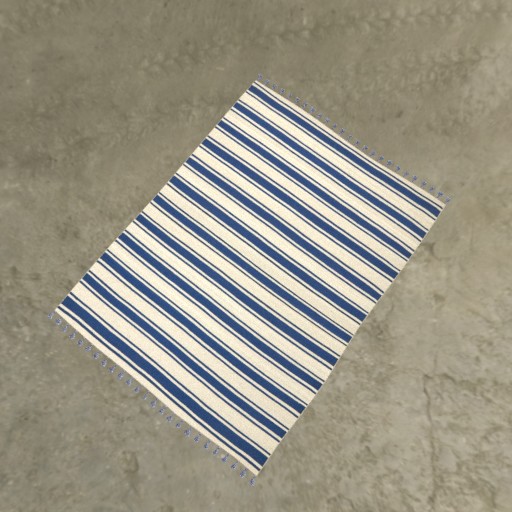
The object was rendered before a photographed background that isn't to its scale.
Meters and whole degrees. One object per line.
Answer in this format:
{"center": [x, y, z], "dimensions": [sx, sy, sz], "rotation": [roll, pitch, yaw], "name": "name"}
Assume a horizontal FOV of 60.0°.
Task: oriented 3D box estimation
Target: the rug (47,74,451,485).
{"center": [0.000, 0.000, 4.396], "dimensions": [2.471, 0.016, 3.416], "rotation": [36, 78, 9], "name": "rug"}
